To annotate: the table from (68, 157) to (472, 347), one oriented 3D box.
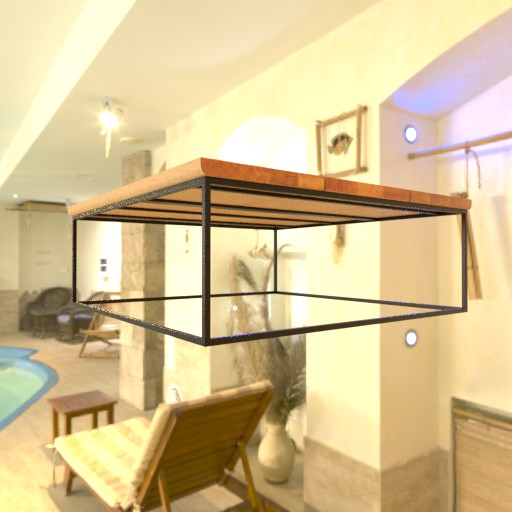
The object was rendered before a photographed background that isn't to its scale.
[{"bbox_3d":[0.000,0.000,1.694,1.100,0.400,1.100,0,-1,-36],"label":"table"}]
